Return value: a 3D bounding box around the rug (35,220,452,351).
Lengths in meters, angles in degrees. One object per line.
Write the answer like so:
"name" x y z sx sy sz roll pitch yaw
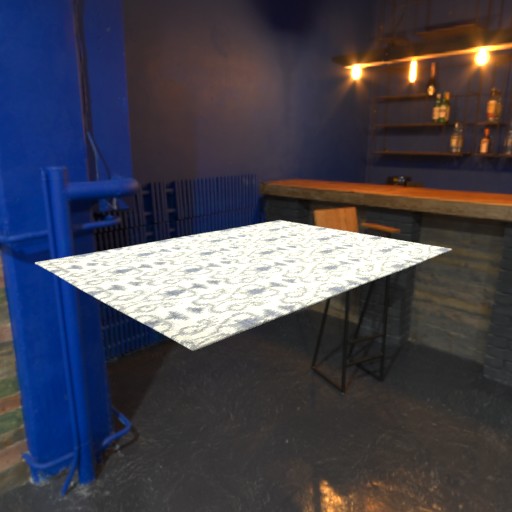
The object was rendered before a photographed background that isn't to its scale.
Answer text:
"rug" 0.000 0.000 2.954 2.261 0.013 1.676 -13 20 -42
